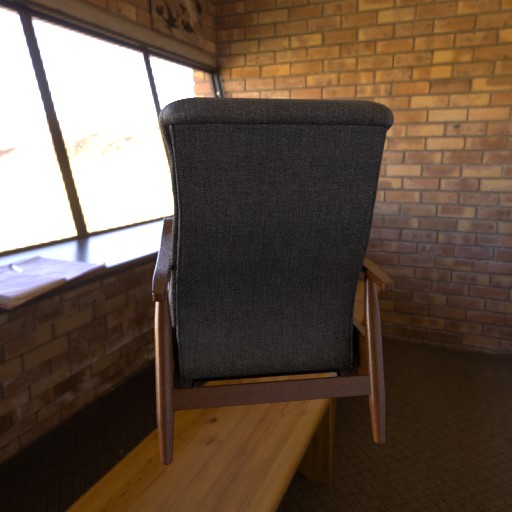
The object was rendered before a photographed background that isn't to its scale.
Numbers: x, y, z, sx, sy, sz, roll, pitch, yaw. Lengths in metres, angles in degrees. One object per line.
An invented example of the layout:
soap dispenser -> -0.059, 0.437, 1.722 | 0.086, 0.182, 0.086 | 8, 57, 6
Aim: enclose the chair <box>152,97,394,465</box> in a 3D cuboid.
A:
chair -> 0.000, 0.000, 1.761 | 0.762, 1.082, 1.030 | -2, 13, -8
